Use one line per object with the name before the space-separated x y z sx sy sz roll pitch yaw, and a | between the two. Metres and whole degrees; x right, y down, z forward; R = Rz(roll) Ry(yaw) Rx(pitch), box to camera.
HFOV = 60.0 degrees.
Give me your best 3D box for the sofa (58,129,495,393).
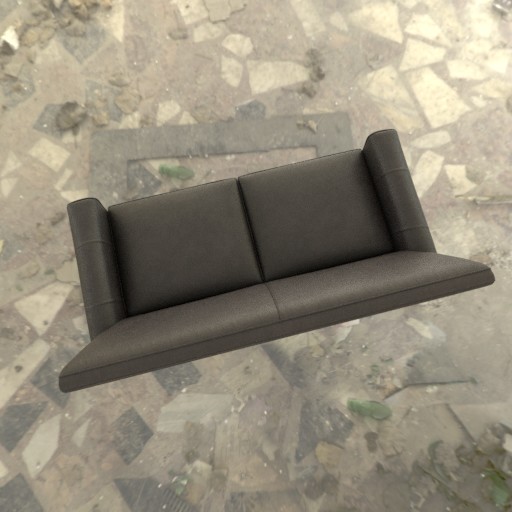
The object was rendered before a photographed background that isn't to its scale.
sofa | 0.000 0.000 1.953 1.473 0.871 0.787 -14 76 -3
